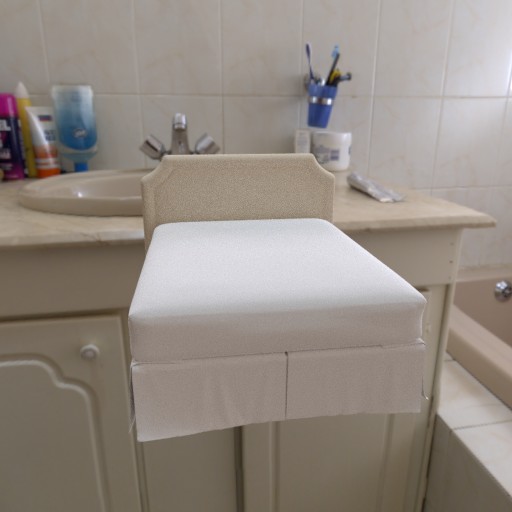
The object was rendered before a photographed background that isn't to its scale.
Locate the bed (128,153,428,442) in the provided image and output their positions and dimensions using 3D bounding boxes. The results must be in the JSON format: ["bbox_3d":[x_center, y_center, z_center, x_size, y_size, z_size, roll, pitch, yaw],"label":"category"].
[{"bbox_3d":[0.000,0.000,3.266,1.827,1.296,2.209,-2,18,-8],"label":"bed"}]
